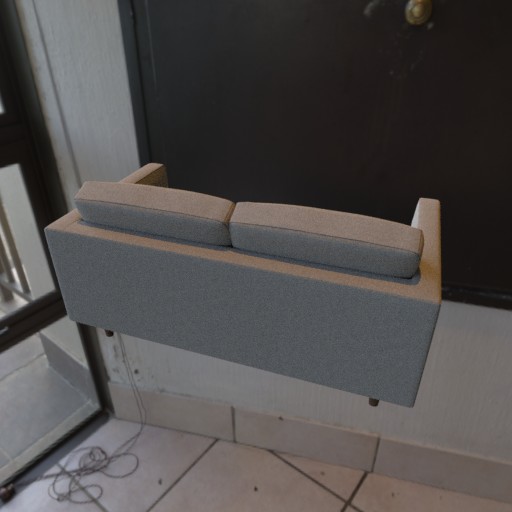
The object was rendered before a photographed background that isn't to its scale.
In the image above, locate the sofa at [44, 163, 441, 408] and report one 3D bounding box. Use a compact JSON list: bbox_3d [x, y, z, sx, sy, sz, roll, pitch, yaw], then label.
[{"bbox_3d":[0.000,0.000,2.334,1.731,0.900,1.000,10,33,16],"label":"sofa"}]
